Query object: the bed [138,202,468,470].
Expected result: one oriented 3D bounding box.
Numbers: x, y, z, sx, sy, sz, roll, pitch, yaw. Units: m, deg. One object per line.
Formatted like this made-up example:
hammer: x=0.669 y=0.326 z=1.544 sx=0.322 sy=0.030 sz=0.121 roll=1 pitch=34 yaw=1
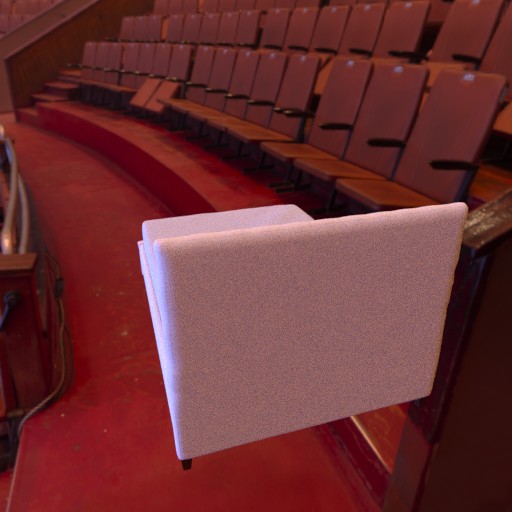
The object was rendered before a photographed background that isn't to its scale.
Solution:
bed: x=0.000 y=0.000 z=3.460 sx=1.698 sy=1.427 sz=2.387 roll=-8 pitch=27 yaw=-16
